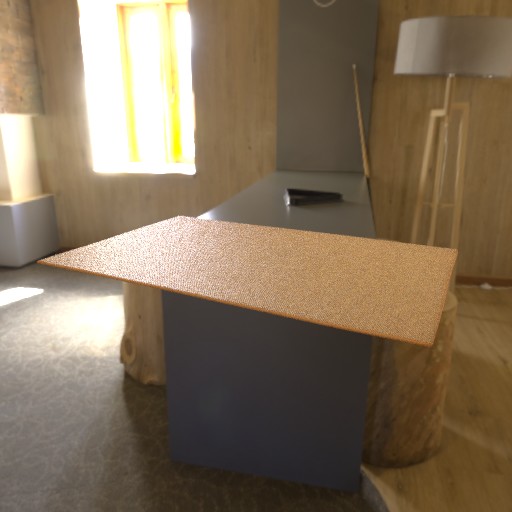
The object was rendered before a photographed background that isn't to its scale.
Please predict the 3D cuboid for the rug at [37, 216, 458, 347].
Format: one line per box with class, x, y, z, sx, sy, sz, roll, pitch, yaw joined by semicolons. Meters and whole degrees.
rug;0.000;0.000;2.079;1.678;0.013;1.078;9;20;26
